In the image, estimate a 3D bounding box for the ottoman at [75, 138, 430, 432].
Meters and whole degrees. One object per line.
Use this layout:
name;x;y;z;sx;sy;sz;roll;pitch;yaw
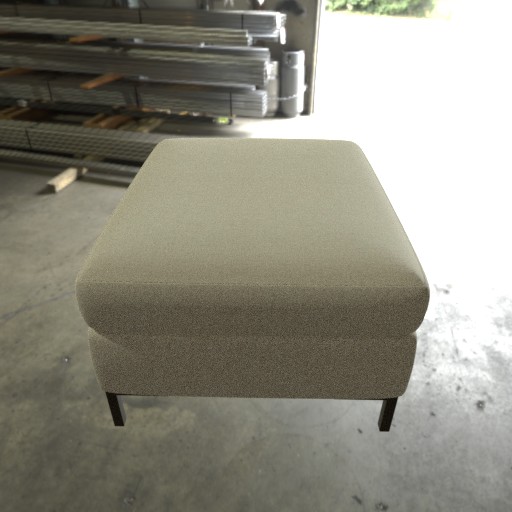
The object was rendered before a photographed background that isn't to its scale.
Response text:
ottoman;0.000;0.000;1.186;0.657;0.453;0.794;1;33;1
